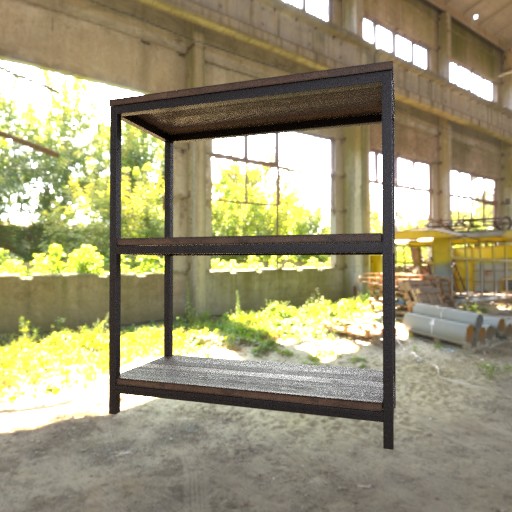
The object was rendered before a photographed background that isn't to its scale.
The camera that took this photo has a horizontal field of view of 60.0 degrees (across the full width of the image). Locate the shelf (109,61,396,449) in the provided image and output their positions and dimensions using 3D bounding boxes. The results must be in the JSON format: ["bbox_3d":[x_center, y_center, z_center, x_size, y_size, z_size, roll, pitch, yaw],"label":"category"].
[{"bbox_3d":[0.000,0.000,1.374,0.822,0.947,0.352,0,-1,18],"label":"shelf"}]
